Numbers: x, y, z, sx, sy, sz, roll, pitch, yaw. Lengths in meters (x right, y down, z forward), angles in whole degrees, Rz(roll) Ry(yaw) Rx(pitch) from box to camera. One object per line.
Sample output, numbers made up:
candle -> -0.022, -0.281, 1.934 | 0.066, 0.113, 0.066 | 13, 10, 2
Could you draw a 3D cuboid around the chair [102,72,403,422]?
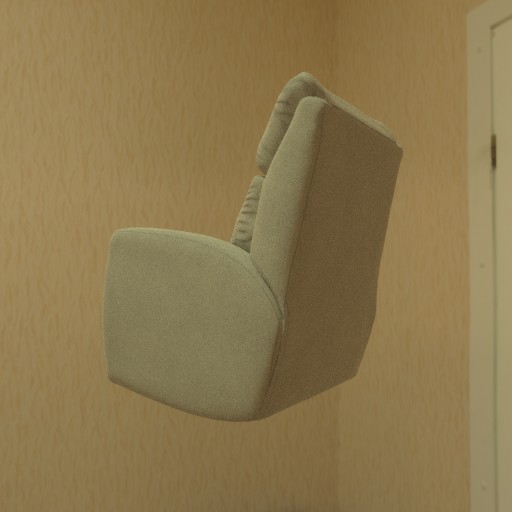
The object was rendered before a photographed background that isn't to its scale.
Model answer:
chair -> 0.000, 0.000, 1.680 | 0.940, 1.021, 0.794 | -1, -2, 38
